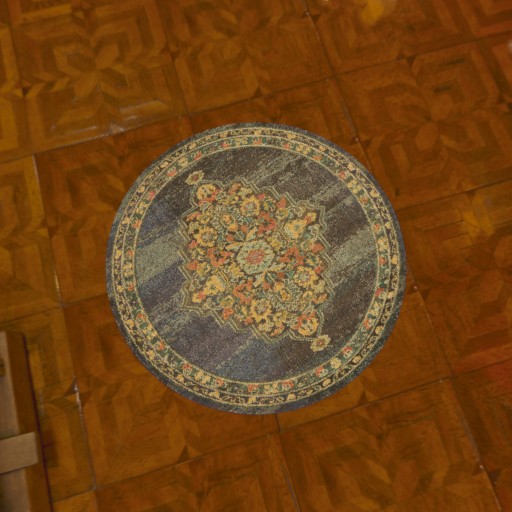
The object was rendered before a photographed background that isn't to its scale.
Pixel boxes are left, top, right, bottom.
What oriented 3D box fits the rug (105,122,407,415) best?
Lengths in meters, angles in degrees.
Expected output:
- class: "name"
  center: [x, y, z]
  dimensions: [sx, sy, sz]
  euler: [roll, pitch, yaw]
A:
- class: "rug"
  center: [0.000, 0.000, 2.348]
  dimensions: [1.591, 0.010, 1.591]
  euler: [0, 75, 0]
